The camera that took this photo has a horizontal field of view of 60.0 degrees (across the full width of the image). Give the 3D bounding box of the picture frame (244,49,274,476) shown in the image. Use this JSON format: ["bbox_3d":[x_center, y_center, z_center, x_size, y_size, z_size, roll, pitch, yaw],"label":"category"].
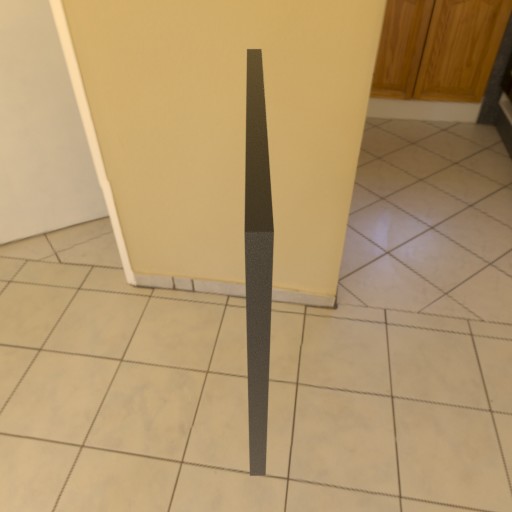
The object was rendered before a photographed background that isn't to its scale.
[{"bbox_3d":[0.000,0.000,0.819,0.029,0.557,0.559,0,42,0],"label":"picture frame"}]
